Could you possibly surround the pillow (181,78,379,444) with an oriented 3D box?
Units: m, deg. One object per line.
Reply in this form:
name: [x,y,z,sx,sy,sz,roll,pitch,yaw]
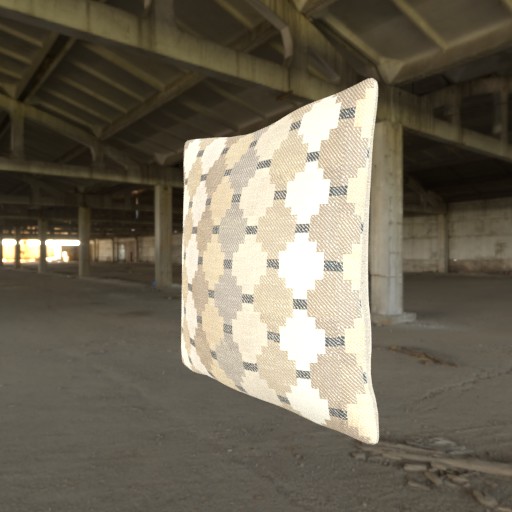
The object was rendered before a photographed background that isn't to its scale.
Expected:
pillow: [0.000,0.000,0.876,0.192,0.558,0.578,0,1,-38]
